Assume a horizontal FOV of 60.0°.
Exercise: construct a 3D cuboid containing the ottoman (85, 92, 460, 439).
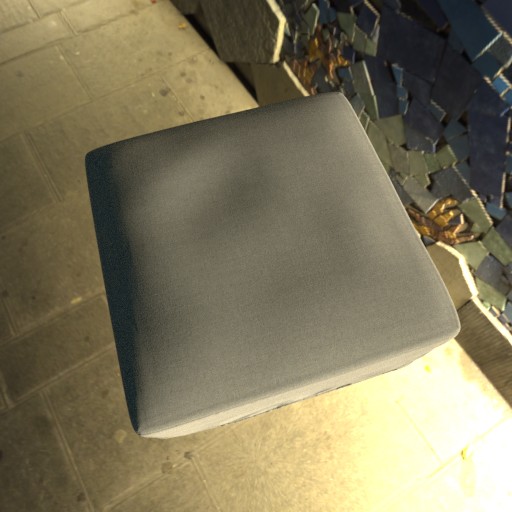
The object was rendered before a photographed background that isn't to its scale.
[{"bbox_3d":[0.000,0.000,1.338,0.840,0.436,0.843,-16,66,-7],"label":"ottoman"}]
